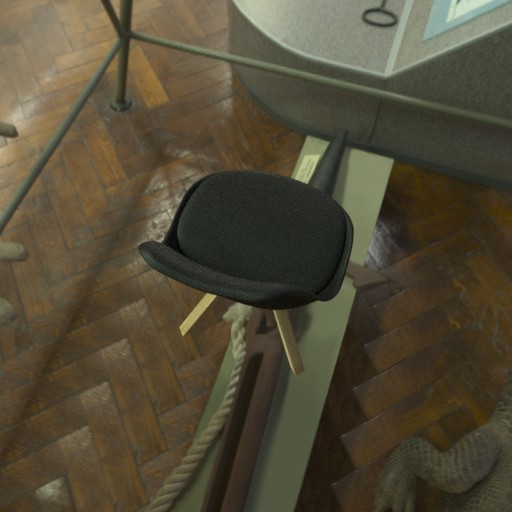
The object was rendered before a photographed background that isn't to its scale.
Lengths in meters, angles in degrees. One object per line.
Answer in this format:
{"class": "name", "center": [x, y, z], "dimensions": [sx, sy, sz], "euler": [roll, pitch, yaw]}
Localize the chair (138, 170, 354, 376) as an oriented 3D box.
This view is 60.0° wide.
{"class": "chair", "center": [0.000, 0.000, 1.223], "dimensions": [0.485, 0.850, 0.549], "euler": [17, 66, 8]}
